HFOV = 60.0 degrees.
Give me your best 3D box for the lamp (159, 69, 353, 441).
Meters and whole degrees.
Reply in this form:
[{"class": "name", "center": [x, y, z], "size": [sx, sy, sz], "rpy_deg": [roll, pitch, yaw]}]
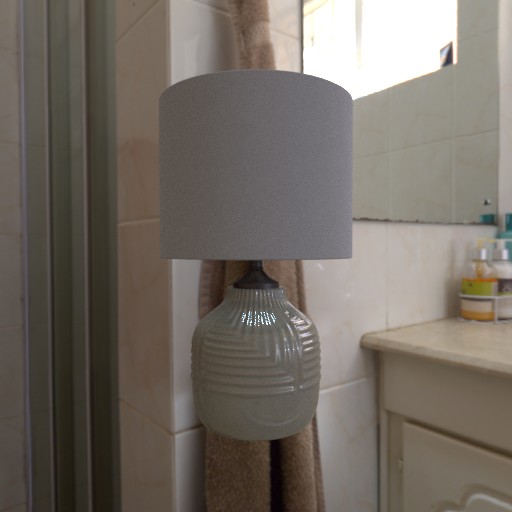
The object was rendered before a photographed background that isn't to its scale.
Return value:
[{"class": "lamp", "center": [0.000, 0.000, 0.747], "size": [0.318, 0.567, 0.318], "rpy_deg": [0, 1, 0]}]
